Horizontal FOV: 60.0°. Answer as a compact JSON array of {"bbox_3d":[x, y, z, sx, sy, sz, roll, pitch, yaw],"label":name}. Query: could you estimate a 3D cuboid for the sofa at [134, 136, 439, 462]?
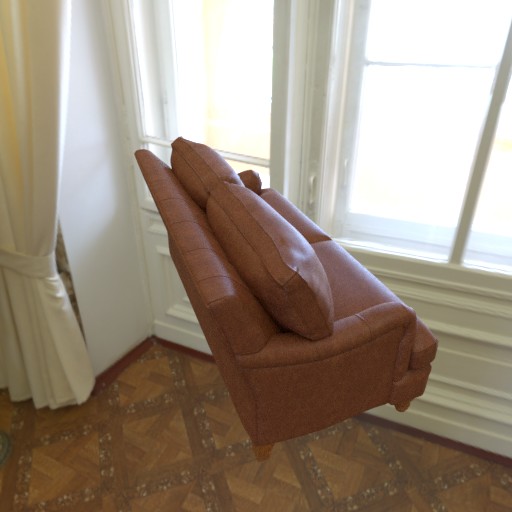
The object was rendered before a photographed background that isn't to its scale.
[{"bbox_3d":[0.000,0.000,2.796,1.147,1.071,2.144,-11,31,-18],"label":"sofa"}]
